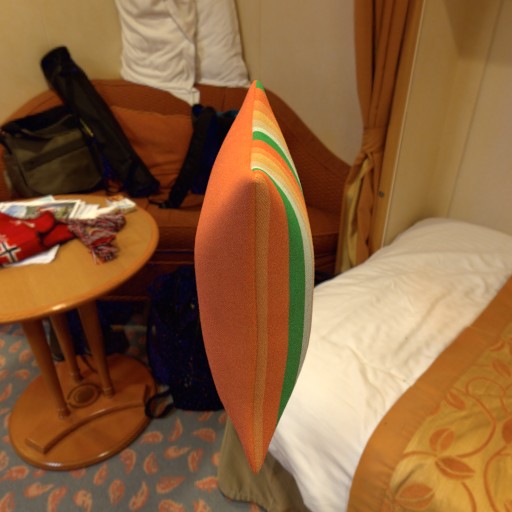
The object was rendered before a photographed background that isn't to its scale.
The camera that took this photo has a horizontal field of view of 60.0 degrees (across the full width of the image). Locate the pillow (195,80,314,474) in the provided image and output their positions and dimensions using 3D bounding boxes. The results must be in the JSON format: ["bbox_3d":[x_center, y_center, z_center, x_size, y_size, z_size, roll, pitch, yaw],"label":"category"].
[{"bbox_3d":[0.000,0.000,0.698,0.169,0.444,0.453,0,32,0],"label":"pillow"}]
